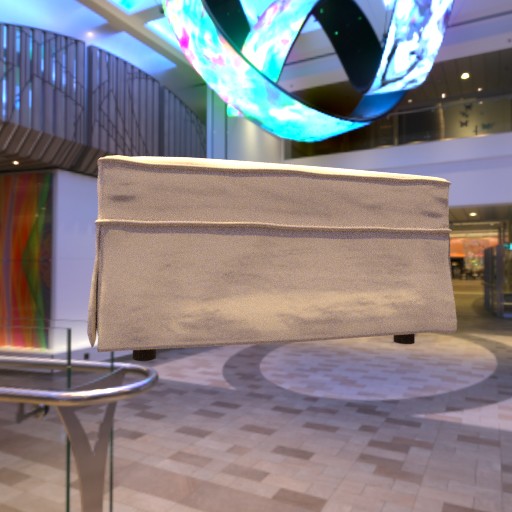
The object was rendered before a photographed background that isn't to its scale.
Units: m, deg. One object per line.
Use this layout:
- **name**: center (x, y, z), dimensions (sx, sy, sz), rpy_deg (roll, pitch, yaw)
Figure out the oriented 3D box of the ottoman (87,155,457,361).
- **ottoman**: center (0.000, 0.000, 1.348), dimensions (0.944, 0.479, 0.703), rpy_deg (0, -1, -18)
